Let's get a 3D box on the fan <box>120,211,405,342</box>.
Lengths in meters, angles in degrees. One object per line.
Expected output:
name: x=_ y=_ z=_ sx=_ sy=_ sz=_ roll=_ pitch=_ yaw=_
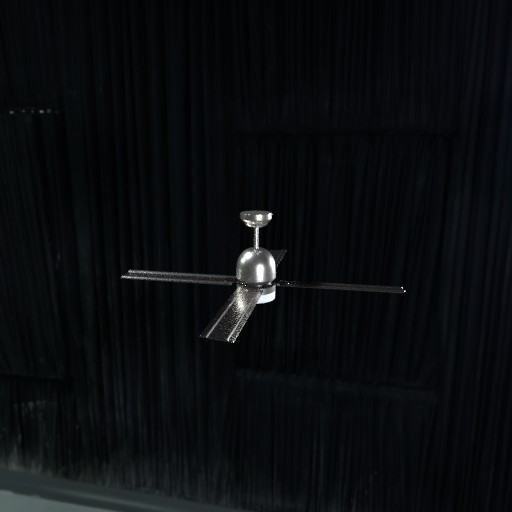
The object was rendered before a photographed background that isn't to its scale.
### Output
fan: x=0.000 y=0.000 z=2.081 sx=1.346 sy=0.406 sz=1.346 roll=2 pitch=14 yaw=9
